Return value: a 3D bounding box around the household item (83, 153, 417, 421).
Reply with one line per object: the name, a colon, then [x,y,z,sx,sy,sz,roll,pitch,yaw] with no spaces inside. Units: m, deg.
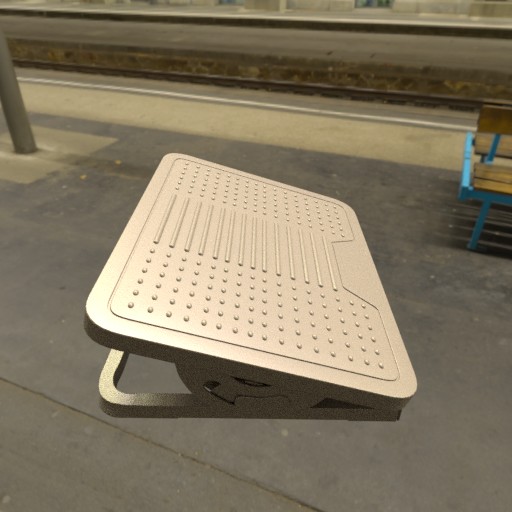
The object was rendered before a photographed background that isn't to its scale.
household item: [0.000,0.000,0.533,0.301,0.126,0.390,1,33,1]
